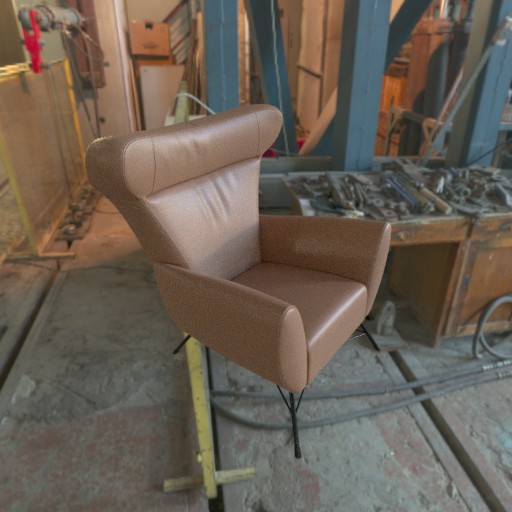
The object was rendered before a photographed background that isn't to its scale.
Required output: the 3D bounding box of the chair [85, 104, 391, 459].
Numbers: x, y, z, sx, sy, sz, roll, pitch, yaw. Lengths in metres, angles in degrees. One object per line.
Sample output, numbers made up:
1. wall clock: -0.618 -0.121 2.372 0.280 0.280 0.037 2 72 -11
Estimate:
1. chair: 0.000 0.000 1.818 0.900 1.050 0.980 18 33 31
